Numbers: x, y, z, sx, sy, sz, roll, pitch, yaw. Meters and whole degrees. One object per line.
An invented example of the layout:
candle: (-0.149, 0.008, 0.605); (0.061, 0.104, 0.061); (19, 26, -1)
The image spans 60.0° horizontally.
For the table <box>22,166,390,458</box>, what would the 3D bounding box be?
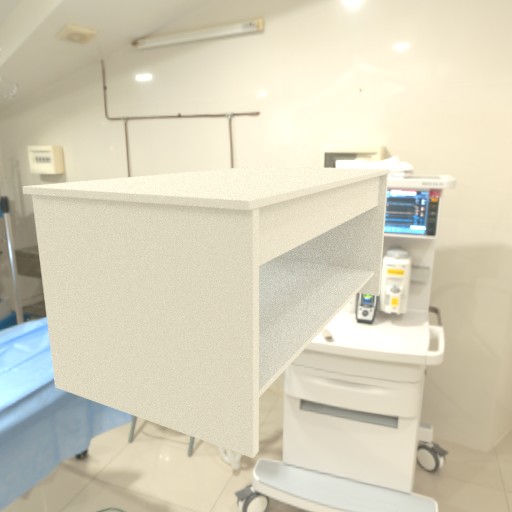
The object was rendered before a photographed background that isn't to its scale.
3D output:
table: (0.000, 0.000, 1.229); (0.500, 0.441, 1.000); (7, 16, 27)
